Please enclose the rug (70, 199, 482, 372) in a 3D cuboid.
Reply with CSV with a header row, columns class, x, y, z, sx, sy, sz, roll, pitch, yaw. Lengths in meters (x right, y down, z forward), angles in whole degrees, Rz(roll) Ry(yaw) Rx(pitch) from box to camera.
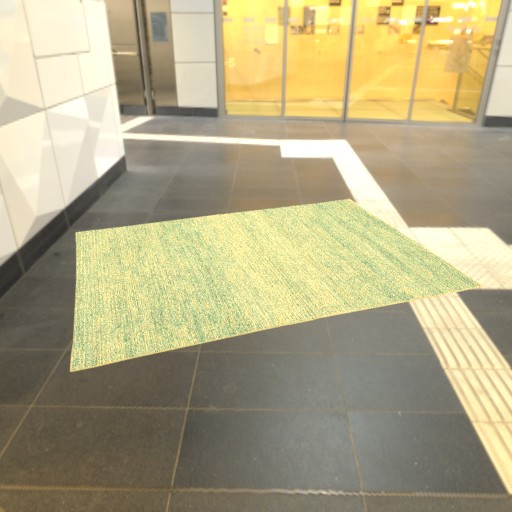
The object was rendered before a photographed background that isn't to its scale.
class,x,y,z,sx,sy,sz,roll,pitch,yaw
rug,0.000,0.000,2.960,2.305,0.029,1.593,-9,28,-16
